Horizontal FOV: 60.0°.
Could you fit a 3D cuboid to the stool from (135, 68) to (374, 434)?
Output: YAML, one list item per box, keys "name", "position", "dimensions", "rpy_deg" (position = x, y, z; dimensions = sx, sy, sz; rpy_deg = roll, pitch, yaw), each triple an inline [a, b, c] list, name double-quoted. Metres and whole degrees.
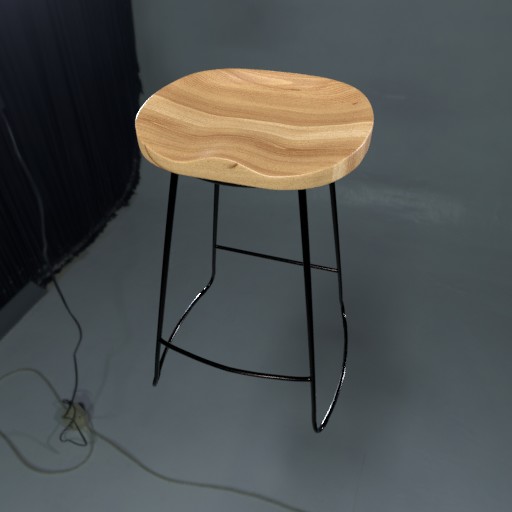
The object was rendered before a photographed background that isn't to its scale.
- name: "stool"
  position: [0.000, 0.000, 0.973]
  dimensions: [0.480, 0.679, 0.401]
  rpy_deg: [11, 42, 13]
